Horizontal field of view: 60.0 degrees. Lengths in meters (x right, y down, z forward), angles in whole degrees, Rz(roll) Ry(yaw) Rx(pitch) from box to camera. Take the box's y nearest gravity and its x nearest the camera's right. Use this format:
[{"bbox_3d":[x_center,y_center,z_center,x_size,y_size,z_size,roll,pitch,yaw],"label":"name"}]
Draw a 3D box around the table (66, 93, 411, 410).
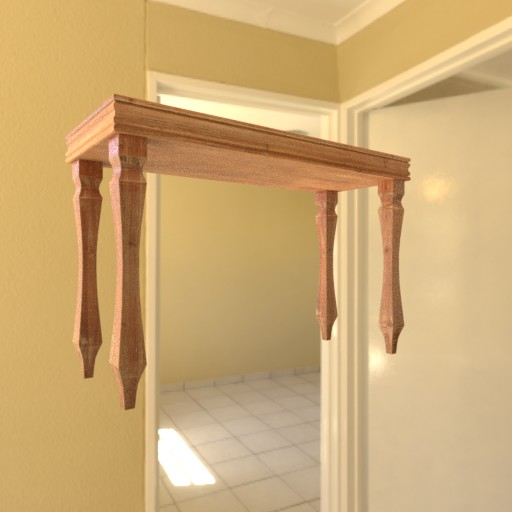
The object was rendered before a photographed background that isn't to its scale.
[{"bbox_3d":[0.000,0.000,1.791,1.330,0.873,0.522,0,0,-36],"label":"table"}]
